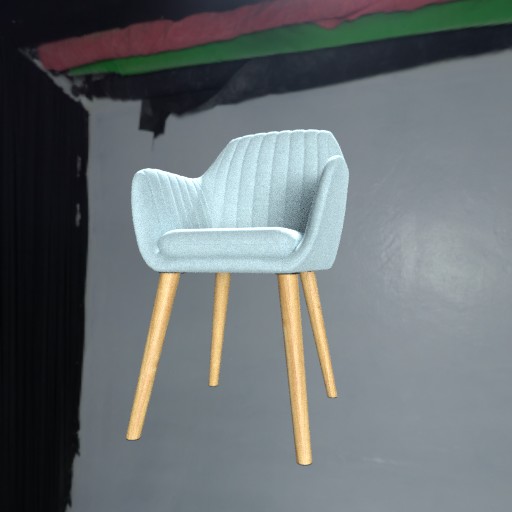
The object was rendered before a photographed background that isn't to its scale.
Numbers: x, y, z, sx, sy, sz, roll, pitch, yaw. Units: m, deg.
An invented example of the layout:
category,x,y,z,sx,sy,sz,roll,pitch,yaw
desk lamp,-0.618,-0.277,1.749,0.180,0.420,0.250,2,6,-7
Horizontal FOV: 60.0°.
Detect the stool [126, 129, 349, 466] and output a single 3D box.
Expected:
category,x,y,z,sx,sy,sz,roll,pitch,yaw
stool,0.000,0.000,1.212,0.503,0.830,0.590,0,0,18
